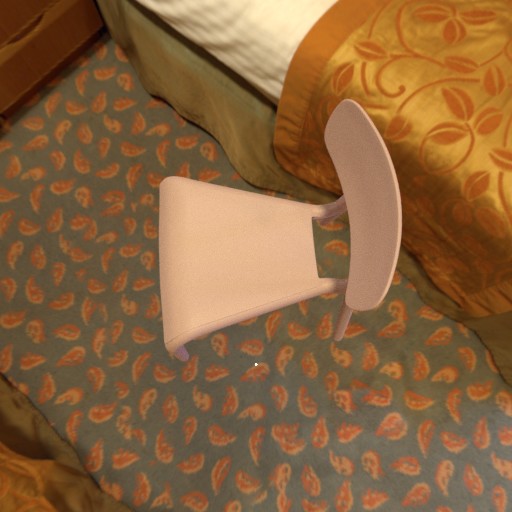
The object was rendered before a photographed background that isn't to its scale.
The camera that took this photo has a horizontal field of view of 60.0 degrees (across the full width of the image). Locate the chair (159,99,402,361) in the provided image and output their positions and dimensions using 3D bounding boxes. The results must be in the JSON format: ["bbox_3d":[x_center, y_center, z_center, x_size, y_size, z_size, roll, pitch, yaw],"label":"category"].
[{"bbox_3d":[0.000,0.000,0.839,0.401,0.580,0.356,-4,76,-1],"label":"chair"}]
